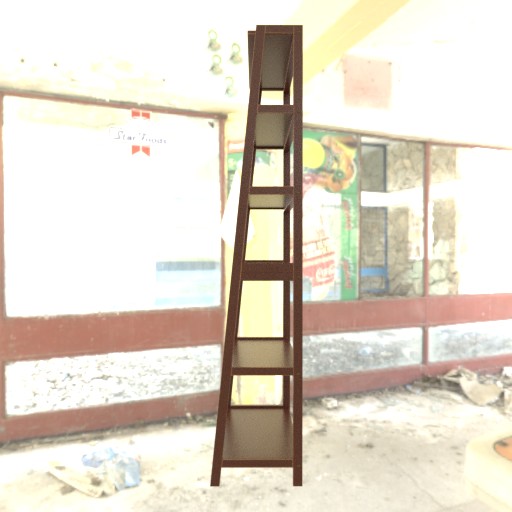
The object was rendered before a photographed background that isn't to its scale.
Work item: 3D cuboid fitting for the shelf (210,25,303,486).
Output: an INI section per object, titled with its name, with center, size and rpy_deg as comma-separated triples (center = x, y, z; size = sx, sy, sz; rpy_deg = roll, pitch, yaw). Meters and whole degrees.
[shelf]
center = 0.000, 0.000, 2.144
size = 0.381, 1.892, 0.660
rpy_deg = 0, 1, 0
